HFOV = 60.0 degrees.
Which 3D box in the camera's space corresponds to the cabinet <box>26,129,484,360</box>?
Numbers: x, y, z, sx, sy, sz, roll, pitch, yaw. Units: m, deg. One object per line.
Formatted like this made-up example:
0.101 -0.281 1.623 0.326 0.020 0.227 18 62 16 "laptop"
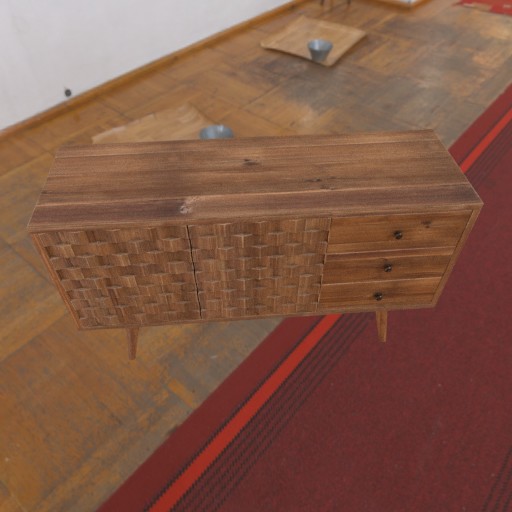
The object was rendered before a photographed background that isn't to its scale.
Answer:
0.000 0.000 1.786 1.400 0.800 0.472 -3 46 -3 "cabinet"
